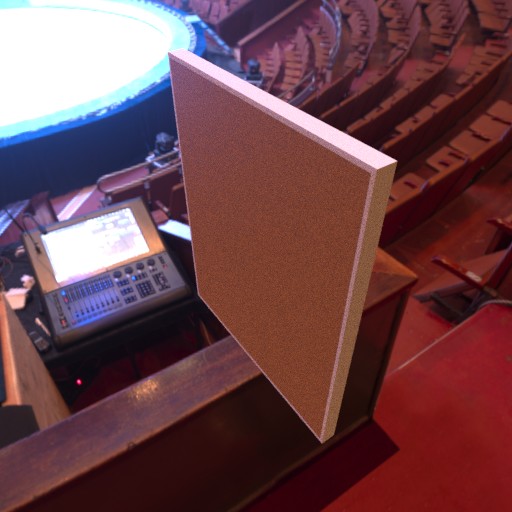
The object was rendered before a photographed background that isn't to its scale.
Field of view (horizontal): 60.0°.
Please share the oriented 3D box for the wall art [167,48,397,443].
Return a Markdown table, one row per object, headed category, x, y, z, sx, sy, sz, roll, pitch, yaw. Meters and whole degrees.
| category | x | y | z | sx | sy | sz | roll | pitch | yaw |
| --- | --- | --- | --- | --- | --- | --- | --- | --- | --- |
| wall art | 0.000 | 0.000 | 0.744 | 0.030 | 0.549 | 0.443 | -25 | 47 | -26 |
